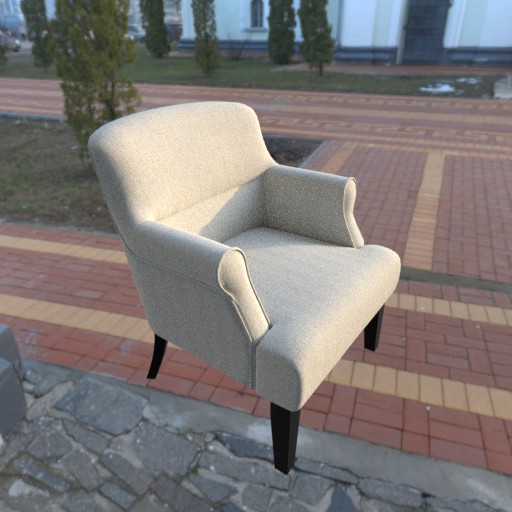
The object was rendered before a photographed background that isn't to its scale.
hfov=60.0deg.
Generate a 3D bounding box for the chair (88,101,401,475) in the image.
[{"bbox_3d":[0.000,0.000,1.442,0.750,0.875,0.781,18,32,31],"label":"chair"}]
